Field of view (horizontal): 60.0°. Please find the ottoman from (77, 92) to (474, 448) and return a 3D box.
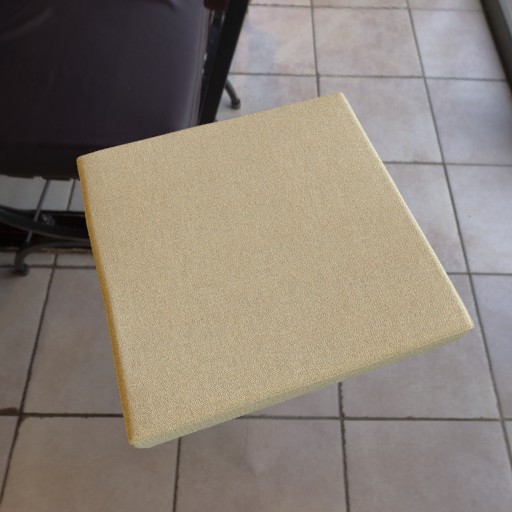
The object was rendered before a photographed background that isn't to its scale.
[{"bbox_3d":[0.000,0.000,1.523,1.004,0.379,0.968,-16,65,-8],"label":"ottoman"}]
